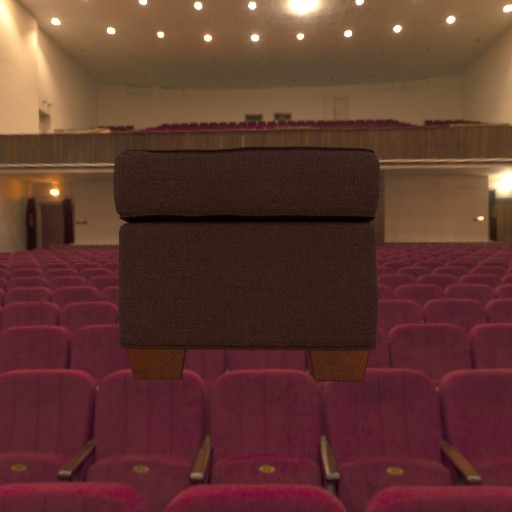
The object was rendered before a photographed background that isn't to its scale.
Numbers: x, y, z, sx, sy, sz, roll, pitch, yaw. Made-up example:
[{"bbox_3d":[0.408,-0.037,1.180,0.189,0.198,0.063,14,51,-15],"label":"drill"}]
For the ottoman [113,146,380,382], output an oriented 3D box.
[{"bbox_3d":[0.000,0.000,1.361,0.515,0.460,1.110,0,1,2],"label":"ottoman"}]
